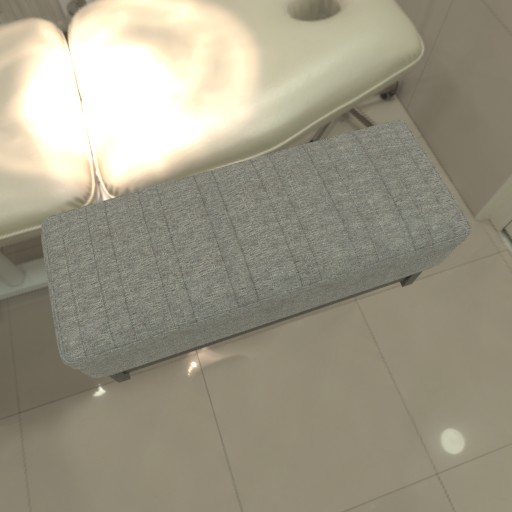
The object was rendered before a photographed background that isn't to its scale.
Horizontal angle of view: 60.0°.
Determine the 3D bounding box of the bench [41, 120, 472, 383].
[{"bbox_3d":[0.000,0.000,1.346,1.100,0.470,0.429,-17,66,-8],"label":"bench"}]
